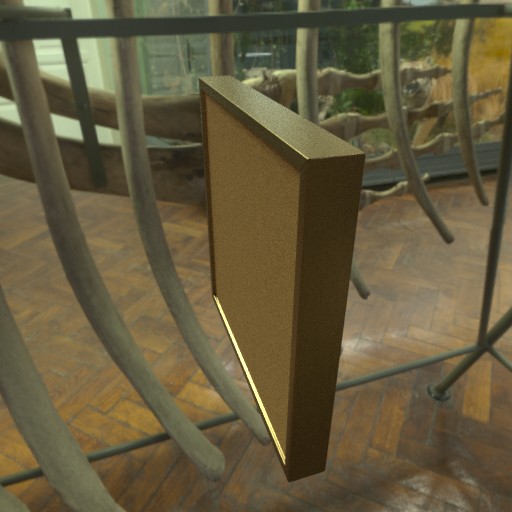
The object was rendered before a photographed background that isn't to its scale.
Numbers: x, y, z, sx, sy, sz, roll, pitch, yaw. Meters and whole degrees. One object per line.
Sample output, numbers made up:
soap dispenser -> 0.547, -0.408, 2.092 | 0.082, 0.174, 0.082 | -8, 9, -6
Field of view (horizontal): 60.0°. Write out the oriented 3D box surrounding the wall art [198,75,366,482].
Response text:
wall art -> 0.000, 0.000, 0.457 | 0.037, 0.305, 0.305 | -9, 32, -16
